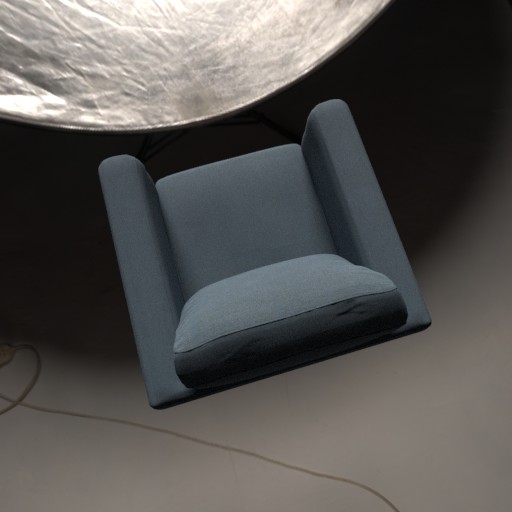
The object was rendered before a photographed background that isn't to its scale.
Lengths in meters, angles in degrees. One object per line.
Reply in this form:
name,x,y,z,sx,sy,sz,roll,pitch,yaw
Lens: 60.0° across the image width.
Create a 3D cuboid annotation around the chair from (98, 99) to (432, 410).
chair,0.000,0.000,1.573,0.855,0.922,0.820,-16,76,-4
